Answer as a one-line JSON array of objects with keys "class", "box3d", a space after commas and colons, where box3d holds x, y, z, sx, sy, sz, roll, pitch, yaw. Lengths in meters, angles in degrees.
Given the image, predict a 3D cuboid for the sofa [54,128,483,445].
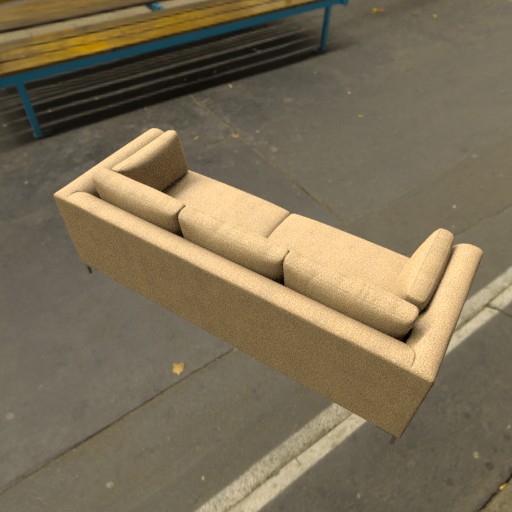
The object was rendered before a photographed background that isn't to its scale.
[{"class": "sofa", "box3d": [0.000, 0.000, 2.852, 2.415, 0.867, 0.969, 25, 52, 21]}]
